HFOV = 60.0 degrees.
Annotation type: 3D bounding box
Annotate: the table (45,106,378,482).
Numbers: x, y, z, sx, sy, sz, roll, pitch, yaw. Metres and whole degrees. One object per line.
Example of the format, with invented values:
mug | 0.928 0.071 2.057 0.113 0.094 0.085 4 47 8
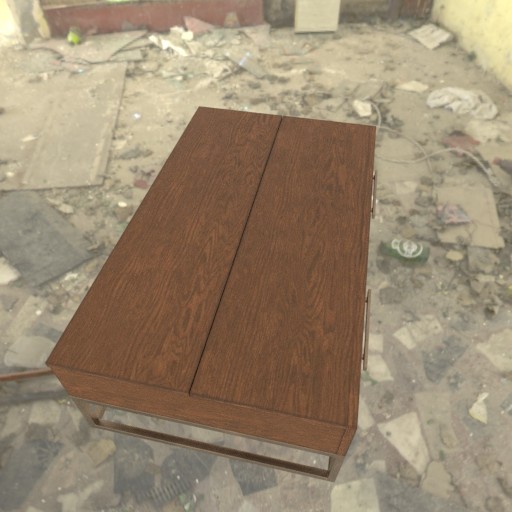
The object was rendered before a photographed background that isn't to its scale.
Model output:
table | 0.000 0.000 1.464 0.719 0.361 1.167 9 48 8
